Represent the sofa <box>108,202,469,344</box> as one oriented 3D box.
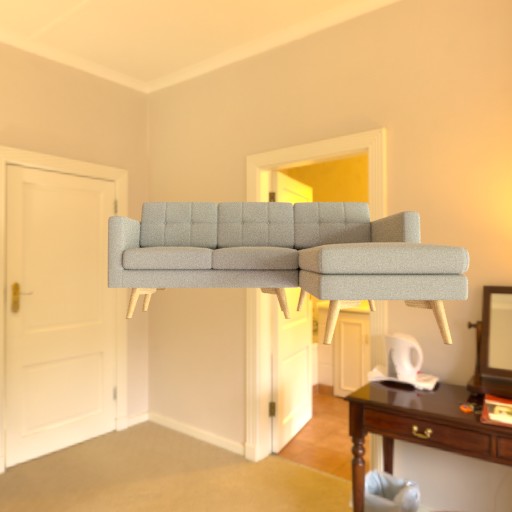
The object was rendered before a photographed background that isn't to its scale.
[{"bbox_3d":[0.000,0.000,2.856,2.040,0.860,1.530,0,0,0],"label":"sofa"}]
